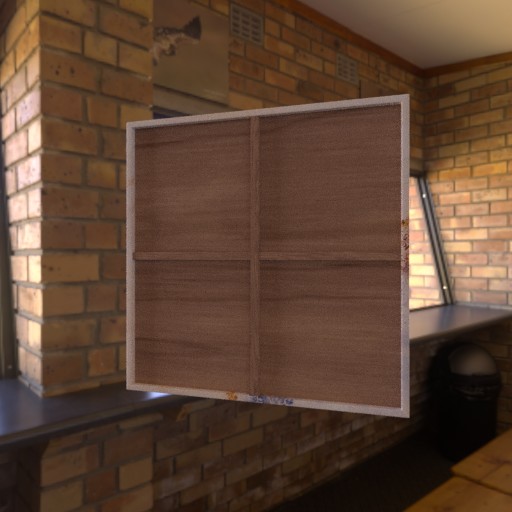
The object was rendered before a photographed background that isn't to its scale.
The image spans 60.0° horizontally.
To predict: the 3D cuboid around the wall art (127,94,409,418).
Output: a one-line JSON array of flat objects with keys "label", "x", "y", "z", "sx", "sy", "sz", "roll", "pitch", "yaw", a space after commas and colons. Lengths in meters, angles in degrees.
[{"label": "wall art", "x": 0.000, "y": 0.000, "z": 1.361, "sx": 0.889, "sy": 0.889, "sz": 0.038, "roll": 0, "pitch": 0, "yaw": 17}]
